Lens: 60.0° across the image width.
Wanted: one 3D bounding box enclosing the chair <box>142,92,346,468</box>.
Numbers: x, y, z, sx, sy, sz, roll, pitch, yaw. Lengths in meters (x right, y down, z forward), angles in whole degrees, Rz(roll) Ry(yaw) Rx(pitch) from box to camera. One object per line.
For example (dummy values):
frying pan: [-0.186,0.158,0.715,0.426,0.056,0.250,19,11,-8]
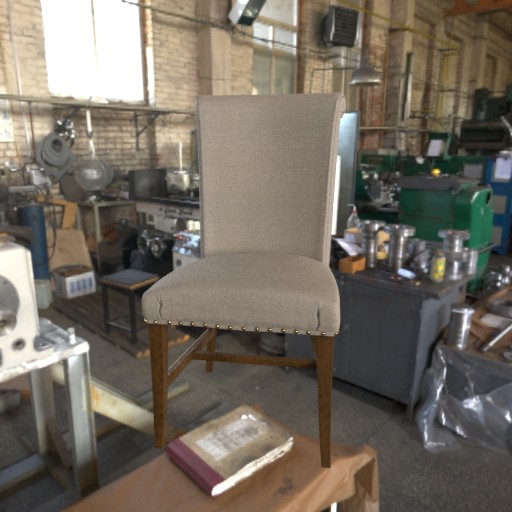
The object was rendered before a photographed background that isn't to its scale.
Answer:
chair: [0.000,0.000,1.348,0.513,0.988,0.608,2,14,9]
